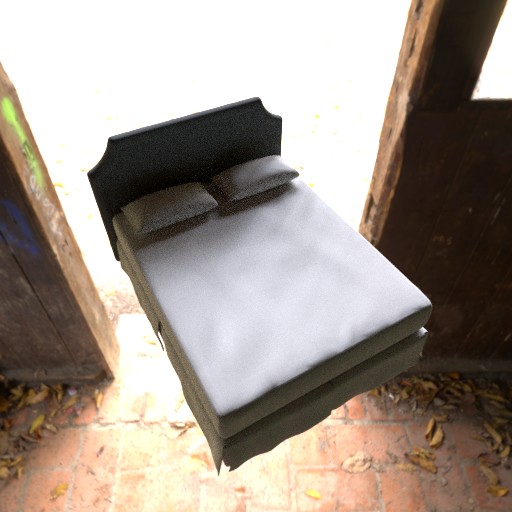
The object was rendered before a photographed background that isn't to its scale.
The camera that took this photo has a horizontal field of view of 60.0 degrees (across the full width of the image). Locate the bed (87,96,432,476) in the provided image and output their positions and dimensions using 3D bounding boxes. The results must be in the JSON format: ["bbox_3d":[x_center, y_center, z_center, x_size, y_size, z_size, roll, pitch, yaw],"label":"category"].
[{"bbox_3d":[0.000,0.000,3.404,1.811,1.296,2.259,-23,51,-20],"label":"bed"}]
